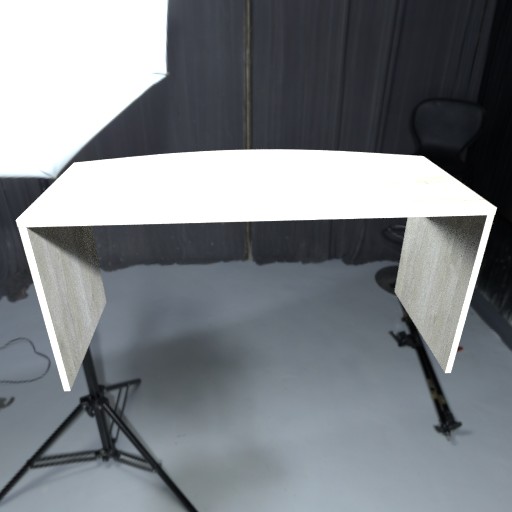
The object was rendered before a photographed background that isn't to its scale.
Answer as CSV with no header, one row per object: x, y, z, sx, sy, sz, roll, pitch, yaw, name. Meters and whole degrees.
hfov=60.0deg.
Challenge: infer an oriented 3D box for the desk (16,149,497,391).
0.000,0.000,2.002,1.600,0.752,0.802,-2,28,-3,desk
